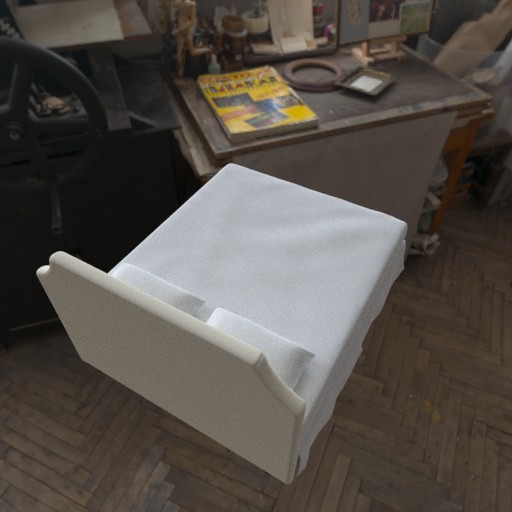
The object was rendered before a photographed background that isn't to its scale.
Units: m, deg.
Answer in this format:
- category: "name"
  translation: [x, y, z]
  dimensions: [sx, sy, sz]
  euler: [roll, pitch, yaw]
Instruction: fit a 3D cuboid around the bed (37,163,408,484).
- category: "bed"
  translation: [0.000, 0.000, 4.087]
  dimensions: [2.350, 1.590, 2.773]
  euler: [23, 50, 21]
